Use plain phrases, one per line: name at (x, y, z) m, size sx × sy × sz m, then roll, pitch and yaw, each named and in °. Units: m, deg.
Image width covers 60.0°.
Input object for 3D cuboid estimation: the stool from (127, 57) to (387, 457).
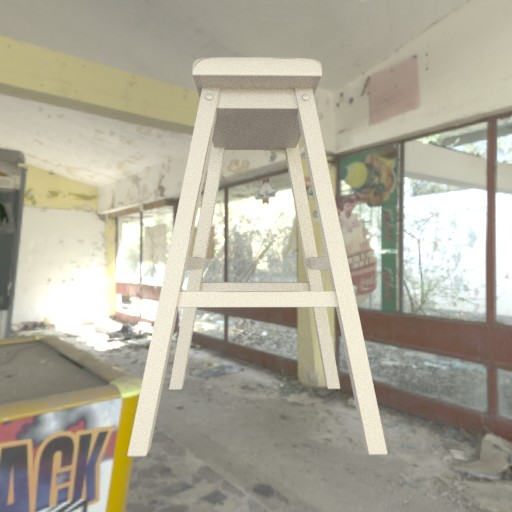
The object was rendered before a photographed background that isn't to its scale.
stool at (0.000, 0.000, 1.043) m, size 0.476 × 0.737 × 0.457 m, roll 0°, pitch -1°, yaw -1°
